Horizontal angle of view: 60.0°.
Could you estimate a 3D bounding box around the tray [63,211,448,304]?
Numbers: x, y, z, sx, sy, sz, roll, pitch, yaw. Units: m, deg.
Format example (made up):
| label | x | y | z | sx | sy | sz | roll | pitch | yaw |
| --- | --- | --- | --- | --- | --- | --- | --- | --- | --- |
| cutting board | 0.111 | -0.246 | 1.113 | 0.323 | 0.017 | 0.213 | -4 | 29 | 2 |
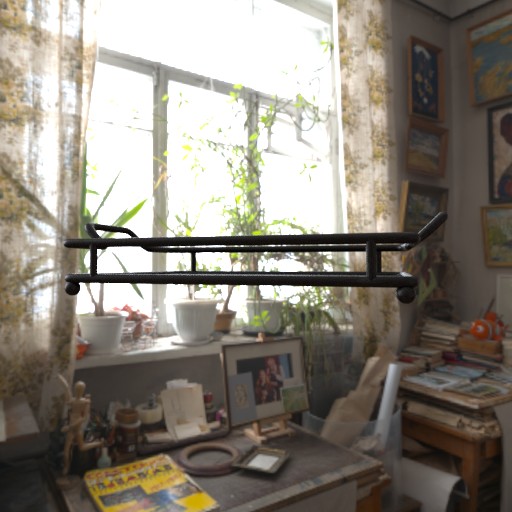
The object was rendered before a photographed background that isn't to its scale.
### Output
| label | x | y | z | sx | sy | sz | roll | pitch | yaw |
| --- | --- | --- | --- | --- | --- | --- | --- | --- | --- |
| tray | 0.000 | 0.000 | 0.629 | 0.495 | 0.101 | 0.297 | 0 | -1 | 17 |
